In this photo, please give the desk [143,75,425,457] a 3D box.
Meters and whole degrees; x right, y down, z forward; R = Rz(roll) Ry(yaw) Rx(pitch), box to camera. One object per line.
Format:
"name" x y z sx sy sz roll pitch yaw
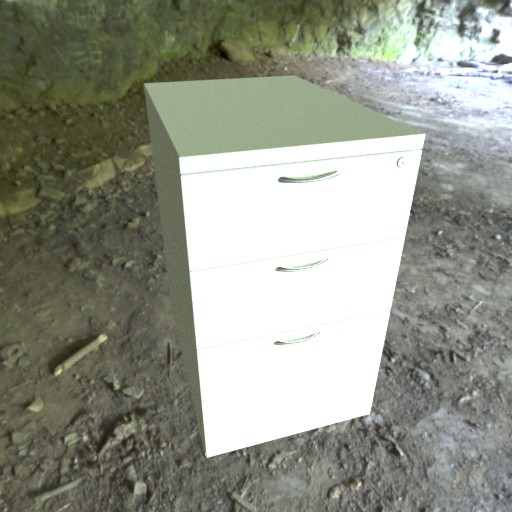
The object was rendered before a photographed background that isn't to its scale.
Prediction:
"desk" 0.000 0.000 1.099 0.404 0.730 0.600 -9 32 -14
